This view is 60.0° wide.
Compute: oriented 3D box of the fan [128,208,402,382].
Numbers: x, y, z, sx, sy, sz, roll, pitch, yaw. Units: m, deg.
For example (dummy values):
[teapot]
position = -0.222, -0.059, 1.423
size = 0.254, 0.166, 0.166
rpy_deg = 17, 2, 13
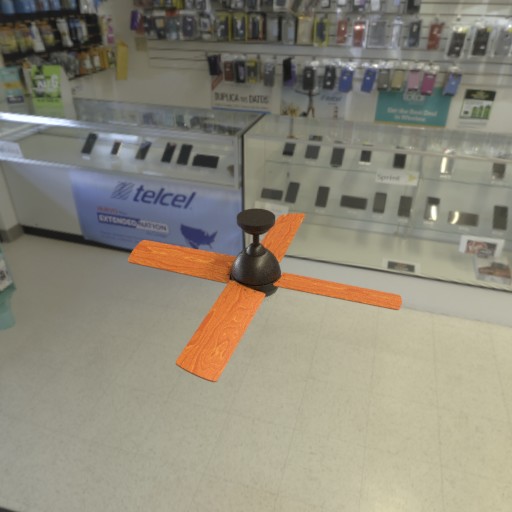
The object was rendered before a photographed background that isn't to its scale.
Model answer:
[fan]
position = 0.000, 0.000, 2.044
size = 1.332, 0.403, 1.332
rpy_deg = 10, 34, 16
